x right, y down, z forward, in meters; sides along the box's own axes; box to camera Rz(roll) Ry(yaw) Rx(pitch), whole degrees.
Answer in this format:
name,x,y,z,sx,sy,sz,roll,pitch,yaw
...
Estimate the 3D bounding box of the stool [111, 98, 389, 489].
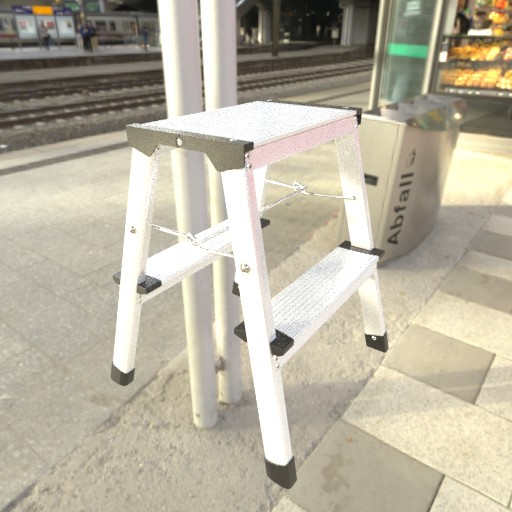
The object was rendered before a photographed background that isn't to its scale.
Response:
name,x,y,z,sx,sy,sz,roll,pitch,yaw
stool,0.000,0.000,0.783,0.405,0.480,0.404,18,32,31
